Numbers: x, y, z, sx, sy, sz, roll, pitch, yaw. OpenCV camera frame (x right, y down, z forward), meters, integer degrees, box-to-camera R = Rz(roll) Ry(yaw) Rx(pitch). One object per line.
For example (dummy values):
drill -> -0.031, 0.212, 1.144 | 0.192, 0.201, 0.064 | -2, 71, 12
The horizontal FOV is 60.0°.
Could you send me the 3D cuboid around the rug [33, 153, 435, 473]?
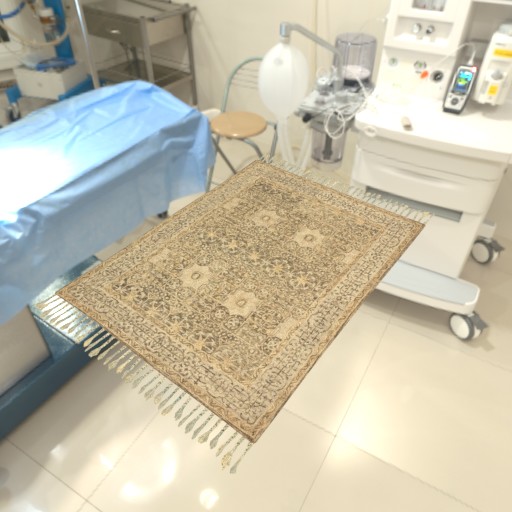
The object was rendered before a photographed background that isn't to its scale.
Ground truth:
rug -> 0.000, 0.000, 3.051 | 1.619, 0.023, 2.465 | 27, 48, 27
